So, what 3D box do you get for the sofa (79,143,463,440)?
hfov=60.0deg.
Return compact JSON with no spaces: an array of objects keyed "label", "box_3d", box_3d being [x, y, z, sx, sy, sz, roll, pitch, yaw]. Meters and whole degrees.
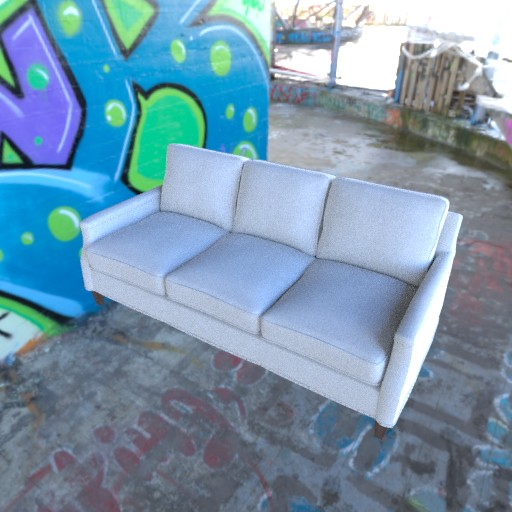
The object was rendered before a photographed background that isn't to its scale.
[{"label":"sofa","box_3d":[0.000,0.000,2.851,2.246,1.003,1.084,18,35,28]}]
